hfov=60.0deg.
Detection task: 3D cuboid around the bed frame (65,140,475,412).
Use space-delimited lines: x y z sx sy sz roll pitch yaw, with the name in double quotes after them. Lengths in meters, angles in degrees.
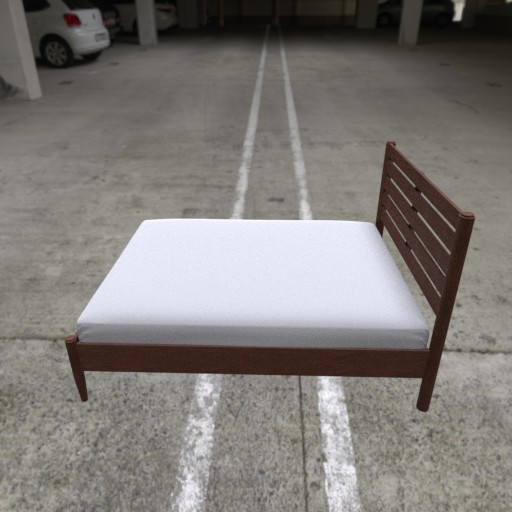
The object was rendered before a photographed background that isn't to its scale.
0.000 0.000 3.240 2.234 1.321 1.655 1 27 2 "bed frame"
